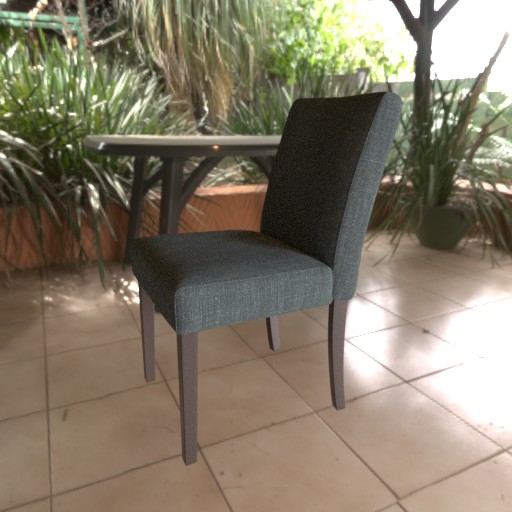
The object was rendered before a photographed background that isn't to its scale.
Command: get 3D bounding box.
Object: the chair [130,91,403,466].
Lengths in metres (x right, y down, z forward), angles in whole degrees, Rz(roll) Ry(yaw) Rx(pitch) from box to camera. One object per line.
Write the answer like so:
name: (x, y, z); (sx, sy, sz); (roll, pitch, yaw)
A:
chair: (0.000, 0.000, 1.276); (0.629, 0.884, 0.487); (-8, 19, -25)
